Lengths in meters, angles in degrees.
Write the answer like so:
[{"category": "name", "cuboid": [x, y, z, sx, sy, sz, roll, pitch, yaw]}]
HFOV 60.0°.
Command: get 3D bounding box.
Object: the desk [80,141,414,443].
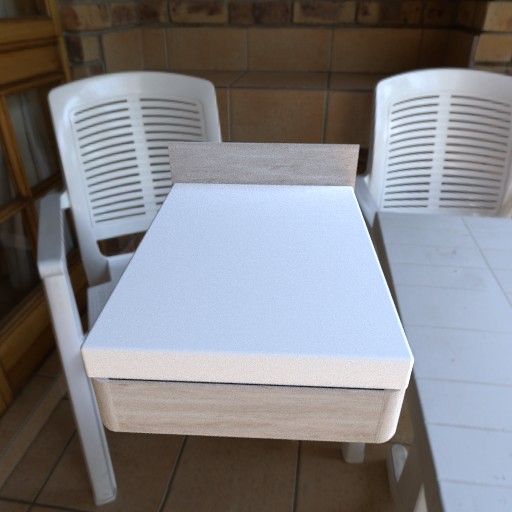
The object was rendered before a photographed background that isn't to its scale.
[{"category": "desk", "cuboid": [0.000, 0.000, 2.635, 1.400, 0.800, 1.900, 2, 31, 3]}]
